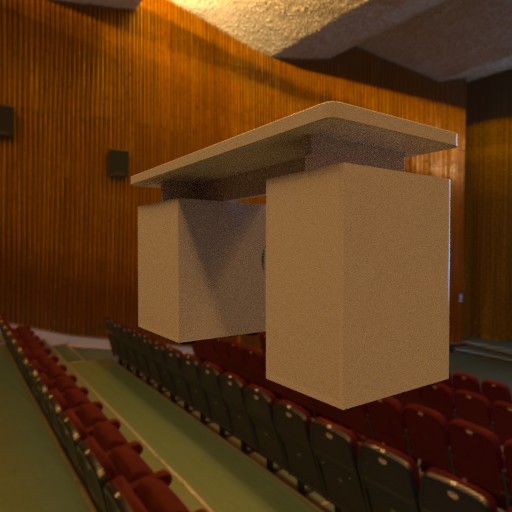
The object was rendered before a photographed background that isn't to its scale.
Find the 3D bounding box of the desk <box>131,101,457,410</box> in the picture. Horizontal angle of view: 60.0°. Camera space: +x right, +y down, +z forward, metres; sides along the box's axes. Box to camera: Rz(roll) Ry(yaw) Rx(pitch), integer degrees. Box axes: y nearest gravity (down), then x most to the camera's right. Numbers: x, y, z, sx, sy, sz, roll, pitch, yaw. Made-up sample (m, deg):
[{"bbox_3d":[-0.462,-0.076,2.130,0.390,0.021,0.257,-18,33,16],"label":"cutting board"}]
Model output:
[{"bbox_3d":[0.000,0.000,1.778,0.550,0.762,1.400,-1,1,-35],"label":"desk"}]
